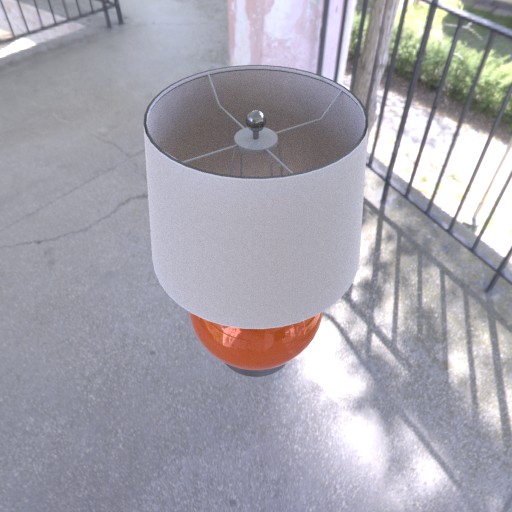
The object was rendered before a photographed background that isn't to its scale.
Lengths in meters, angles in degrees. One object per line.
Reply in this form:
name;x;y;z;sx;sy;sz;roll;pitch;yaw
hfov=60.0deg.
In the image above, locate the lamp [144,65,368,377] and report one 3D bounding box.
lamp;0.000;0.000;0.549;0.247;0.387;0.247;0;46;0
